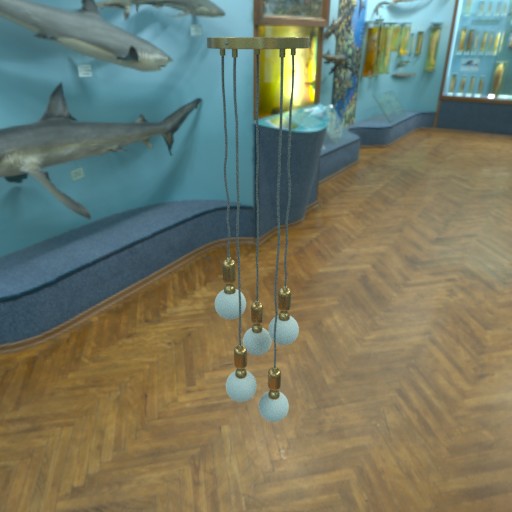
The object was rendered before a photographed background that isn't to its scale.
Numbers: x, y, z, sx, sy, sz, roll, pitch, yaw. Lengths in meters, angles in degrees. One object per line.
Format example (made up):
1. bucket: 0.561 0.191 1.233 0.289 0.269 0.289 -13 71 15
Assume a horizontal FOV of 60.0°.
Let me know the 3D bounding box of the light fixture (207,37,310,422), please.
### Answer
1. light fixture: 0.000 0.000 0.516 0.108 0.457 0.105 18 32 31
